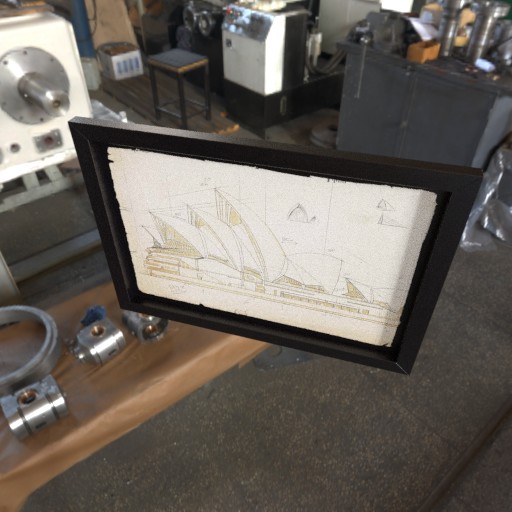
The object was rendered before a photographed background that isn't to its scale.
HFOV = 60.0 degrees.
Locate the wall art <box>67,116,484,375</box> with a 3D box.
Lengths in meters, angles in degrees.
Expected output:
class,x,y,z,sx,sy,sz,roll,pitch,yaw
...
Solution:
class,x,y,z,sx,sy,sz,roll,pitch,yaw
wall art,0.000,0.000,0.833,0.657,0.458,0.027,11,41,13
